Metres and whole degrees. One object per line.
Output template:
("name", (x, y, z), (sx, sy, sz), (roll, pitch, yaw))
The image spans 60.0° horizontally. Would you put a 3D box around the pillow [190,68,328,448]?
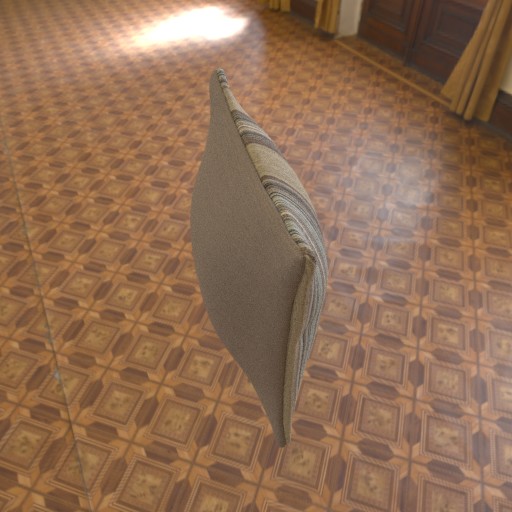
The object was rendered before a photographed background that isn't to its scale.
("pillow", (0.000, 0.000, 0.686), (0.189, 0.416, 0.435), (-10, 46, -10))
